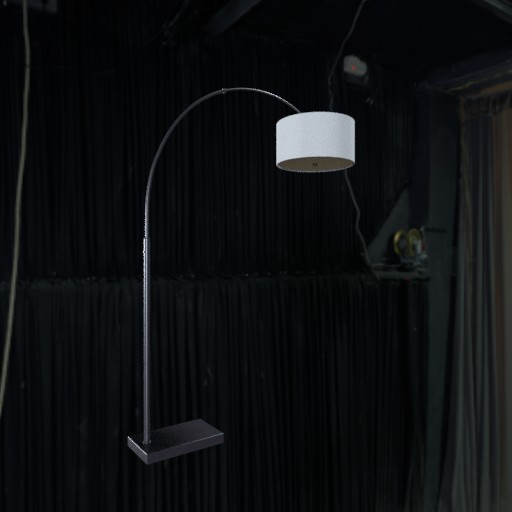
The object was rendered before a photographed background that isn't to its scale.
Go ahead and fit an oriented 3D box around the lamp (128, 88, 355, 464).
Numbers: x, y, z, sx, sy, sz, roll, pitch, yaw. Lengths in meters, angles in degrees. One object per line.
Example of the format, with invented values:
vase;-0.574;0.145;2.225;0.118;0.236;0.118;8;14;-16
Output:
lamp;0.000;0.000;2.563;1.424;1.927;0.493;0;0;-36
